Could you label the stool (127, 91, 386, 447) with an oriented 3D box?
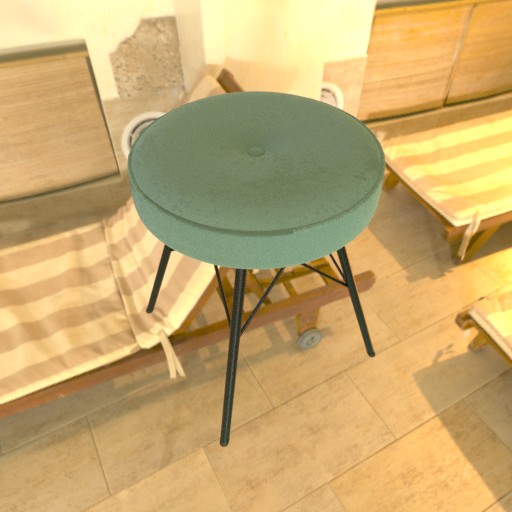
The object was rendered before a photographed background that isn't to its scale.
[{"bbox_3d":[0.000,0.000,0.881,0.458,0.519,0.457,-17,48,-16],"label":"stool"}]
